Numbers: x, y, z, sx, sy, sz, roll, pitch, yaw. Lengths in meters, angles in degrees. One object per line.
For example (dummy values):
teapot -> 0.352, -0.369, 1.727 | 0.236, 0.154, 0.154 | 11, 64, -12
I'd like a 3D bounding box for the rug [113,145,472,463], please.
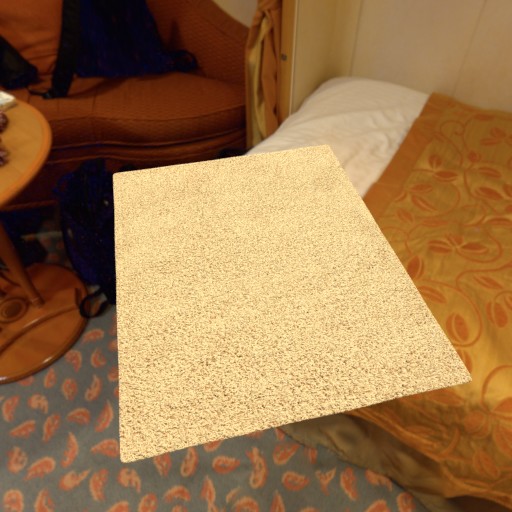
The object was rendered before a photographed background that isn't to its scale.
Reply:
rug -> 0.000, 0.000, 3.944 | 2.438, 0.029, 3.047 | -10, 48, -9
